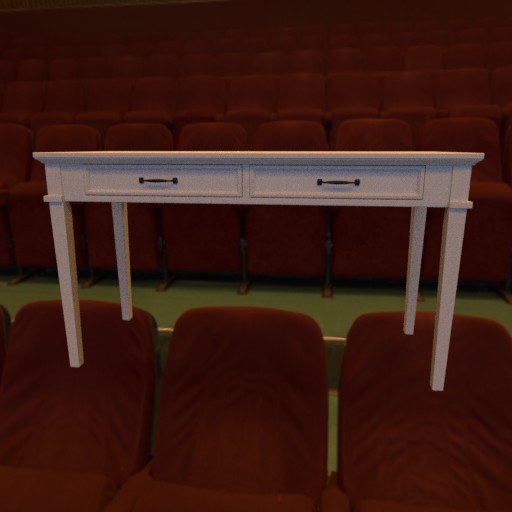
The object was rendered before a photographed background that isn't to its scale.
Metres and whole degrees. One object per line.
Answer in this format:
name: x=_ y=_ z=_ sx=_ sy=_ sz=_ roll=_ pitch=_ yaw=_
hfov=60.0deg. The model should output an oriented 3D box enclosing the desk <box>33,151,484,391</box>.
desk: x=0.000 y=0.000 z=1.696 sx=1.372 sy=0.774 sz=0.559 roll=2 pitch=14 yaw=7
